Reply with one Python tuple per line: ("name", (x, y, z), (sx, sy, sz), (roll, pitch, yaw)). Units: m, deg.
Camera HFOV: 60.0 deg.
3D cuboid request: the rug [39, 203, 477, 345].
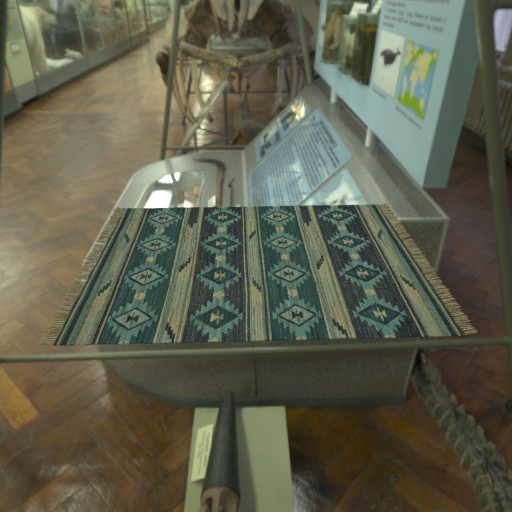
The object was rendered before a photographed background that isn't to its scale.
("rug", (0.000, 0.000, 4.325), (3.307, 0.047, 2.418), (-1, 31, -2))
